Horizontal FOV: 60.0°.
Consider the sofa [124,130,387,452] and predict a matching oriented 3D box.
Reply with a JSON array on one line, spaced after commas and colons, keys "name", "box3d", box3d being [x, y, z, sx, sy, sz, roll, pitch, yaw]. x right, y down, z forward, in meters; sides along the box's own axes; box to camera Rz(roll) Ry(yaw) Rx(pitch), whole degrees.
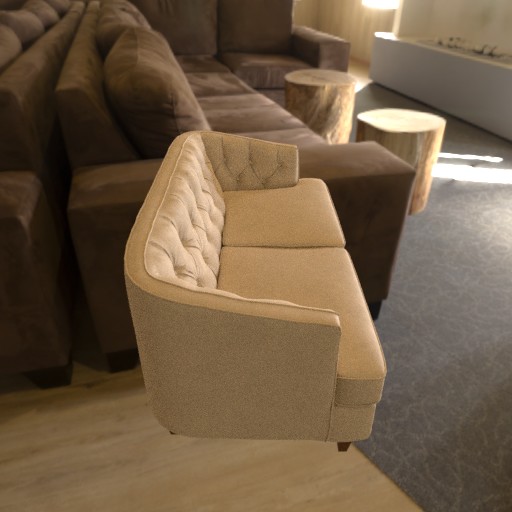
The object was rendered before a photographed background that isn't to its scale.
[{"name": "sofa", "box3d": [0.000, 0.000, 2.265, 0.940, 0.878, 1.731, 0, 33, 0]}]
